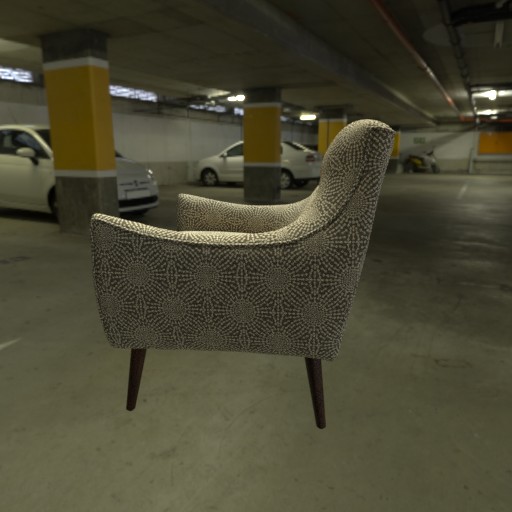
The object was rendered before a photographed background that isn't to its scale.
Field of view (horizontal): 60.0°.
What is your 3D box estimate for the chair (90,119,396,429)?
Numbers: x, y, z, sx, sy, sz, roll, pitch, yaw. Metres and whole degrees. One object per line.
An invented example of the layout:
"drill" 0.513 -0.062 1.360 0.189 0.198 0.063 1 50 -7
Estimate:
"chair" 0.000 0.000 1.471 0.787 0.838 0.762 2 13 9
